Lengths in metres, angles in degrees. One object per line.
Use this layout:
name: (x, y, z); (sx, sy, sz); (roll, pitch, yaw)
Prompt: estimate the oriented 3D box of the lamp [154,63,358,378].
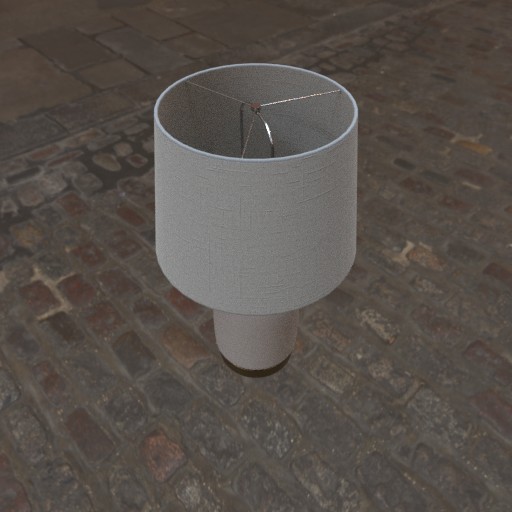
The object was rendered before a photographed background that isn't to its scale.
lamp: (0.000, 0.000, 0.668); (0.285, 0.483, 0.285); (0, 45, 0)
